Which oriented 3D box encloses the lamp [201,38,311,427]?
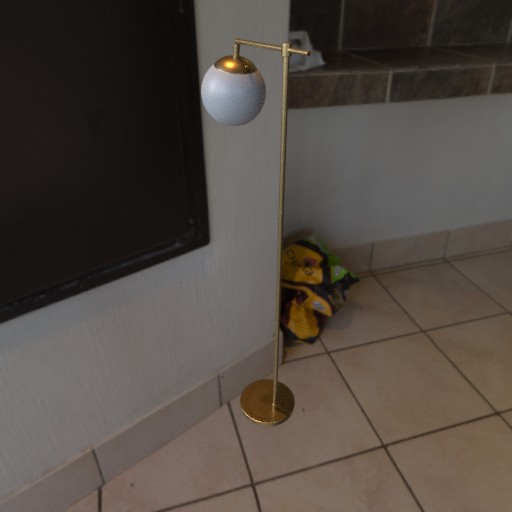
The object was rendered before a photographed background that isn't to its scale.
[{"bbox_3d":[0.000,0.000,1.698,0.249,1.505,0.476,-20,37,-29],"label":"lamp"}]
